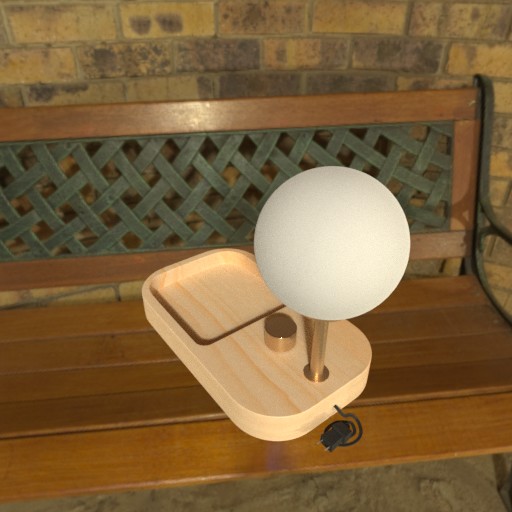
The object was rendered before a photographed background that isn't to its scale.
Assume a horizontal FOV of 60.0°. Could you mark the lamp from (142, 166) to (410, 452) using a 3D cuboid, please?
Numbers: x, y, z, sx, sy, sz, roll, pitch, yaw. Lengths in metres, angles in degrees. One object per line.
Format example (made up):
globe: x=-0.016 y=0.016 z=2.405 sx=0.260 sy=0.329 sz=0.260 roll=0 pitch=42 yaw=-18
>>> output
lamp: x=0.000 y=0.000 z=0.469 sx=0.173 sy=0.253 sz=0.331 roll=-22 pitch=39 yaw=-31
